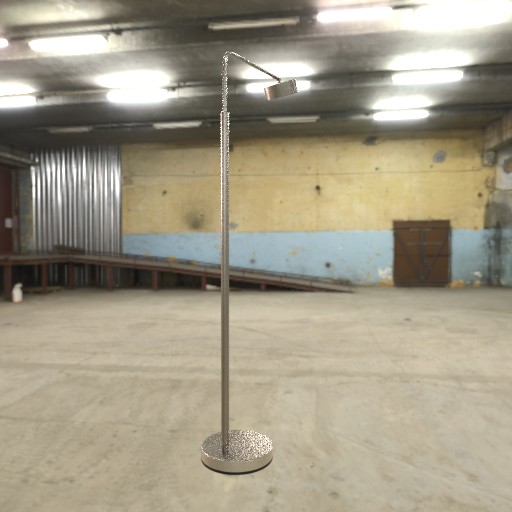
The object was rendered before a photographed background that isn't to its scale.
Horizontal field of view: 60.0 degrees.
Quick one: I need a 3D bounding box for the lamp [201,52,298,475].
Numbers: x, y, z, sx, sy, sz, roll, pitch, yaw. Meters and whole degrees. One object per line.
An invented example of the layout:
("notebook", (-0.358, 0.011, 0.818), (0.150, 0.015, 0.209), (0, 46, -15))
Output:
("lamp", (0.000, 0.000, 1.449), (0.222, 1.250, 0.421), (1, 1, 36))
